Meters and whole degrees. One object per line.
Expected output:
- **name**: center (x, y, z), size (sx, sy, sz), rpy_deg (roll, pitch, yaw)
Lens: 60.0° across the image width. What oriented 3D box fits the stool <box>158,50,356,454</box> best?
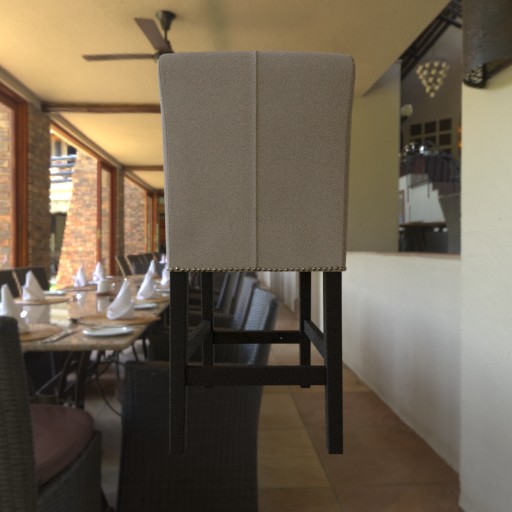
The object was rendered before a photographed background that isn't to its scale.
- **stool**: center (0.000, 0.000, 1.208), size (0.427, 0.885, 0.571), rpy_deg (0, 1, 0)
